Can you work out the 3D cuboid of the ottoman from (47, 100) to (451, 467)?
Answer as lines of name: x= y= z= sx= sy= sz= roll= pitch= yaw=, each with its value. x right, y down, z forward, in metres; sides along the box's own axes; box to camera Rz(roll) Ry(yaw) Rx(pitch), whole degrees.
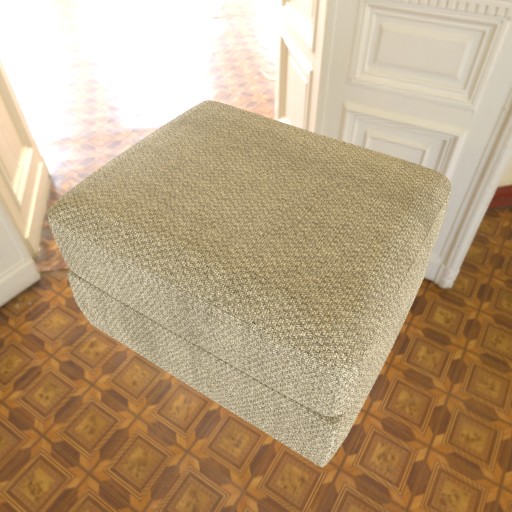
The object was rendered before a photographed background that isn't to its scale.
ottoman: x=0.000 y=0.000 z=1.100 sx=0.751 sy=0.476 sz=0.603 roll=24 pitch=51 yaw=22
